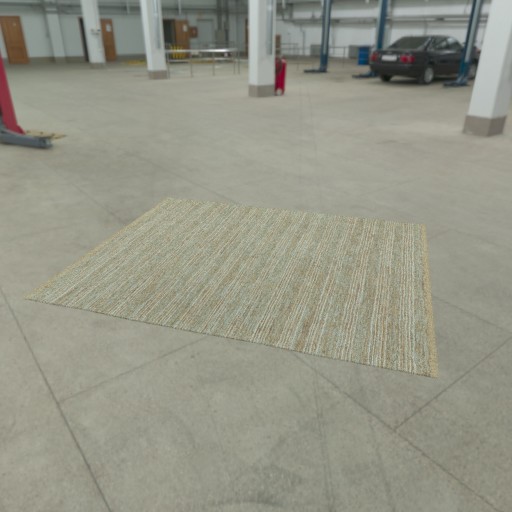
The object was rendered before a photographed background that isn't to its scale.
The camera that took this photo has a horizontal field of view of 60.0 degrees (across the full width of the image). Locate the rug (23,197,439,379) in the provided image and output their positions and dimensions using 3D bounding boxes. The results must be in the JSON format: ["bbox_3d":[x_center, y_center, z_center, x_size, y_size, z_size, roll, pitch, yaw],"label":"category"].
[{"bbox_3d":[0.000,0.000,4.088,3.034,0.012,2.471,8,28,15],"label":"rug"}]
